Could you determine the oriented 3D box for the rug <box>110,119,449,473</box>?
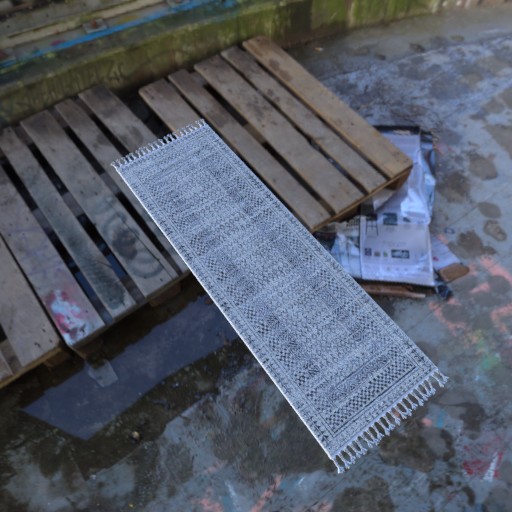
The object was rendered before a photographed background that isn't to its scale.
[{"bbox_3d":[0.000,0.000,2.755,0.786,0.013,2.480,-32,64,-17],"label":"rug"}]
